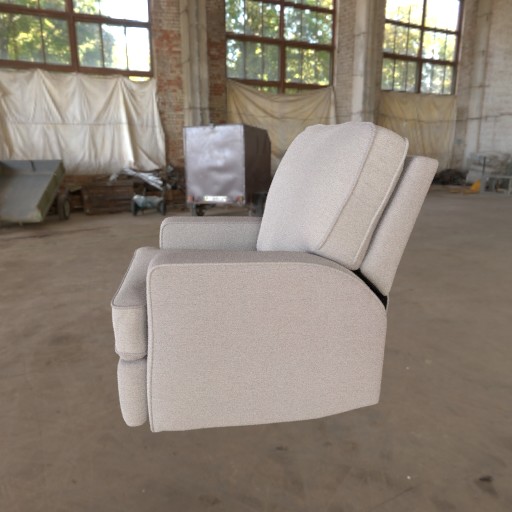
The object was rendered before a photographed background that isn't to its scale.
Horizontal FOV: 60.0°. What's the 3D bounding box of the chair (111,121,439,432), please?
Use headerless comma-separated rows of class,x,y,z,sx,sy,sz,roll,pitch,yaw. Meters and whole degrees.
chair,0.000,0.000,1.654,0.969,0.964,0.861,-2,14,-9
